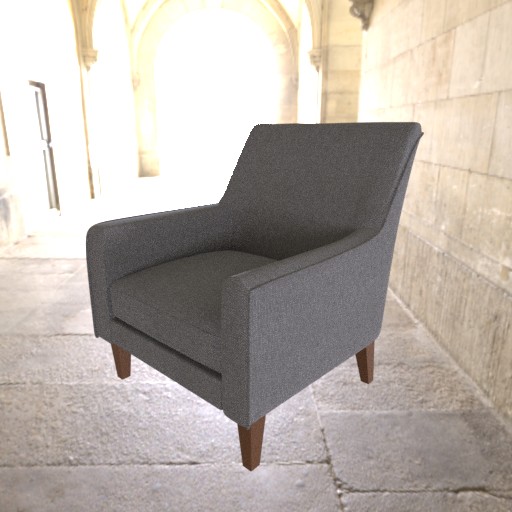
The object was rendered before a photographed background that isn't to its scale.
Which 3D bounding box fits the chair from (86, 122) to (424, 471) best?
[{"bbox_3d":[0.000,0.000,1.585,0.780,0.919,0.899,15,22,41],"label":"chair"}]
